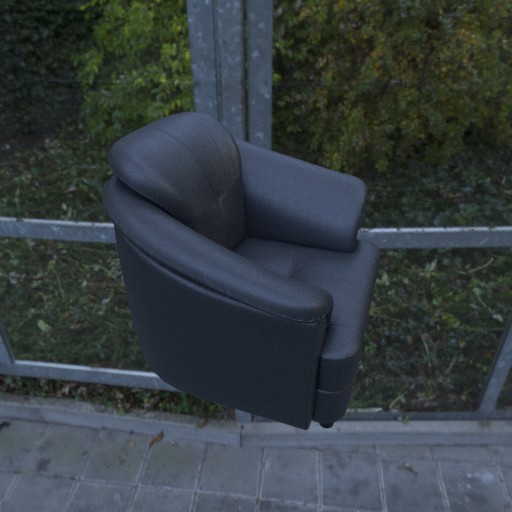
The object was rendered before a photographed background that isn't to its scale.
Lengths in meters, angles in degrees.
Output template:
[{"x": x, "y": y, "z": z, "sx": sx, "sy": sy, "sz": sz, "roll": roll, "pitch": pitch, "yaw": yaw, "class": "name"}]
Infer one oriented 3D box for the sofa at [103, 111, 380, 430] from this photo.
[{"x": 0.000, "y": 0.000, "z": 1.499, "sx": 0.794, "sy": 0.811, "sz": 0.870, "roll": 10, "pitch": 33, "yaw": 16, "class": "sofa"}]
